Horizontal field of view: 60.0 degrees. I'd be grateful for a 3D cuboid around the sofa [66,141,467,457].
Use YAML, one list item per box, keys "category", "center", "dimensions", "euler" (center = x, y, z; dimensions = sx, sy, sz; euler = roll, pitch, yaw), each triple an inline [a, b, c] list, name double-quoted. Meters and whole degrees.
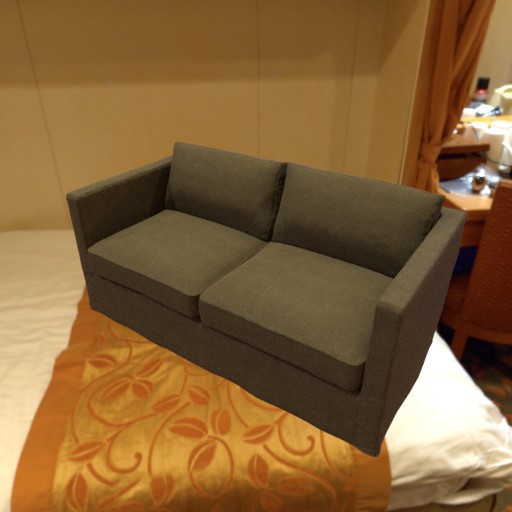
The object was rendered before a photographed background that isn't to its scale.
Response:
- category: "sofa"
  center: [0.000, 0.000, 2.320]
  dimensions: [1.802, 0.854, 0.974]
  euler: [19, 35, 29]
